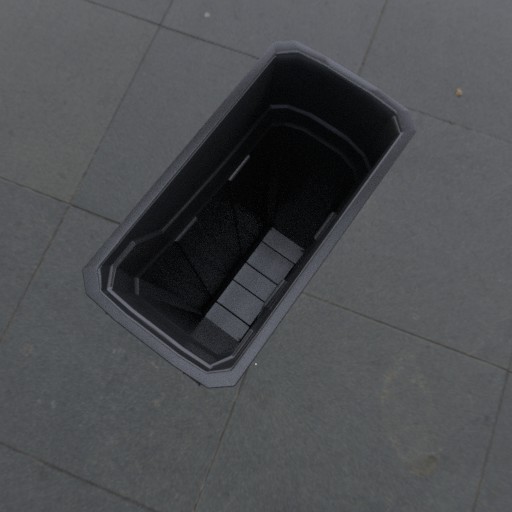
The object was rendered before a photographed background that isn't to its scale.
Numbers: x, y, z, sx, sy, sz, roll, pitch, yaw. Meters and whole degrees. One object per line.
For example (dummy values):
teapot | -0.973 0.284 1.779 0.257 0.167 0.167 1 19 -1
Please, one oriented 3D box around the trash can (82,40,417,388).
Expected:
trash can | 0.000 0.000 1.048 0.281 0.762 0.559 35 79 8
